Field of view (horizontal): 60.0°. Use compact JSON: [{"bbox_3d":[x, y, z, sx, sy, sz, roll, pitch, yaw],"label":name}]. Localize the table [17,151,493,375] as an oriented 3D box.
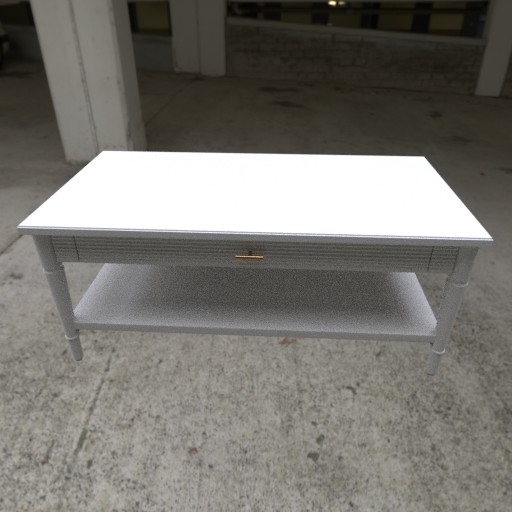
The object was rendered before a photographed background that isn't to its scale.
[{"bbox_3d":[0.000,0.000,1.344,1.067,0.457,0.559,2,31,3],"label":"table"}]
